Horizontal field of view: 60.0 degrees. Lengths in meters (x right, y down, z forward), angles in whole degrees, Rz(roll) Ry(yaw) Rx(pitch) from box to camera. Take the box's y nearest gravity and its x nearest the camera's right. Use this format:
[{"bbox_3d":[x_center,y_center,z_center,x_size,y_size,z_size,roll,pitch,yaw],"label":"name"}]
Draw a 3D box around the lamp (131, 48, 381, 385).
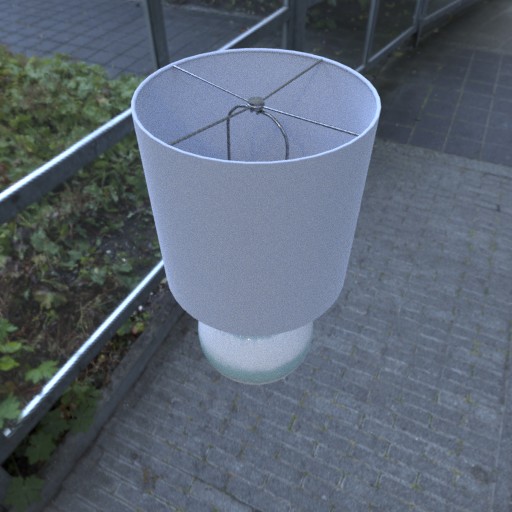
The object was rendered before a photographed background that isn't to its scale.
[{"bbox_3d":[0.000,0.000,0.534,0.217,0.404,0.217,30,52,27],"label":"lamp"}]
